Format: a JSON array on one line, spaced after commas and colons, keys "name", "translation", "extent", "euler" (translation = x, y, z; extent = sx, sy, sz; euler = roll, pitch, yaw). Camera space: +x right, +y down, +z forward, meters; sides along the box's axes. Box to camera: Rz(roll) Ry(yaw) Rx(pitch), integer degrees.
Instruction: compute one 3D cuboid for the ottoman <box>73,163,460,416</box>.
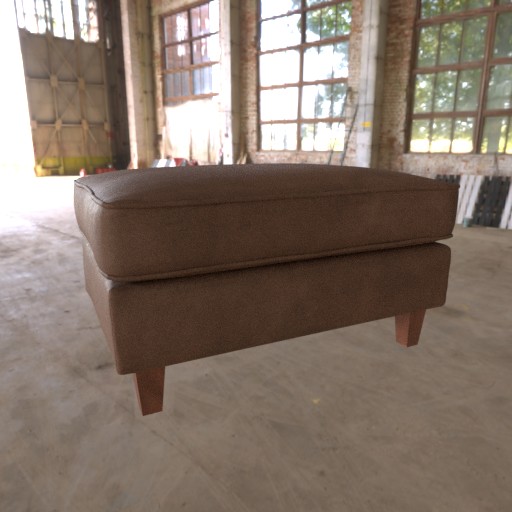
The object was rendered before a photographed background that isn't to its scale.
[{"name": "ottoman", "translation": [0.000, 0.000, 1.193], "extent": [0.860, 0.481, 0.596], "euler": [-7, 16, -25]}]
